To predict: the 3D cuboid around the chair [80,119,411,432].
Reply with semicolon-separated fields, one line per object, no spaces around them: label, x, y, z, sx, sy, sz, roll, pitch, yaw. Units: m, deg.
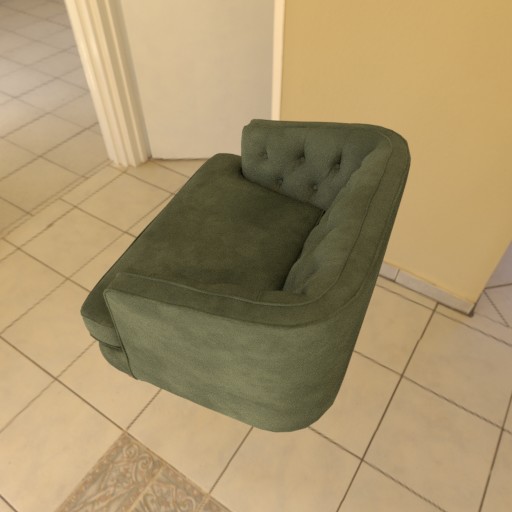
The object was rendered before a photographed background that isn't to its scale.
chair;0.000;0.000;1.776;0.941;0.852;1.104;18;49;16
